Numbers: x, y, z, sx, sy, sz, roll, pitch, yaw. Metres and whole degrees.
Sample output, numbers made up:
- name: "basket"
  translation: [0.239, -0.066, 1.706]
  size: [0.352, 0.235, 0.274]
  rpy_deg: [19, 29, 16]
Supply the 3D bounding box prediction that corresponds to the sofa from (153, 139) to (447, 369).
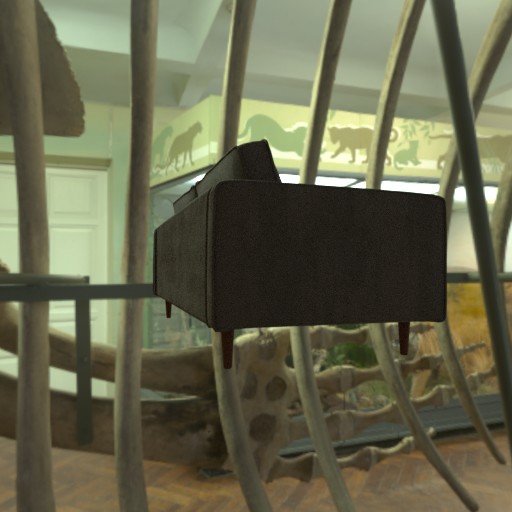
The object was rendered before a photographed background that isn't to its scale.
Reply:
- name: "sofa"
  translation: [0.000, 0.000, 2.426]
  size: [0.924, 0.825, 1.920]
  rpy_deg: [0, -1, -19]
